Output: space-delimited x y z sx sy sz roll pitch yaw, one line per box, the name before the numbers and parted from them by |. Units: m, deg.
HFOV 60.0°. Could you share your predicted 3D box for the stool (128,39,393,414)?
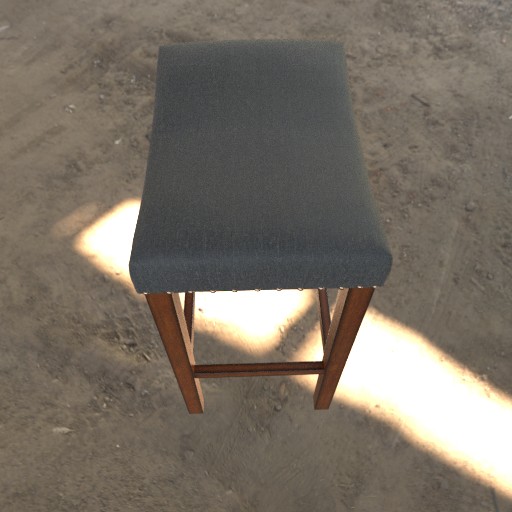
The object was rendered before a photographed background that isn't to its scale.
stool | 0.000 0.000 0.983 0.366 0.748 0.502 -2 58 -1
